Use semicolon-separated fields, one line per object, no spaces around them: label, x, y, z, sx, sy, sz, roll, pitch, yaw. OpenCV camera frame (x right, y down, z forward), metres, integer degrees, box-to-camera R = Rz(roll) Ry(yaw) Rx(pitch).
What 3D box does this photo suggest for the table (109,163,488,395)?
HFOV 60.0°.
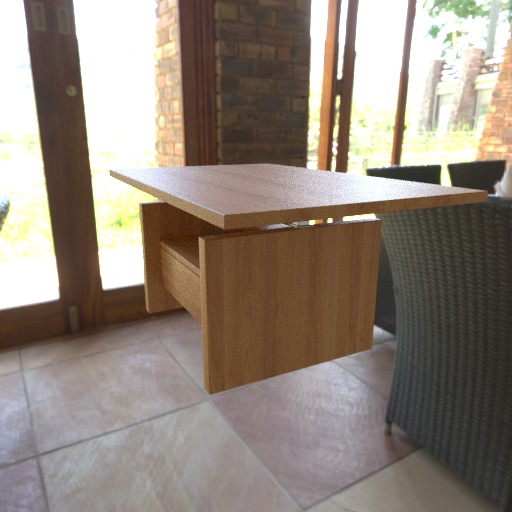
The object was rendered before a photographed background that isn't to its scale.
table;0.000;0.000;1.459;0.700;0.510;1.100;-8;18;-27
